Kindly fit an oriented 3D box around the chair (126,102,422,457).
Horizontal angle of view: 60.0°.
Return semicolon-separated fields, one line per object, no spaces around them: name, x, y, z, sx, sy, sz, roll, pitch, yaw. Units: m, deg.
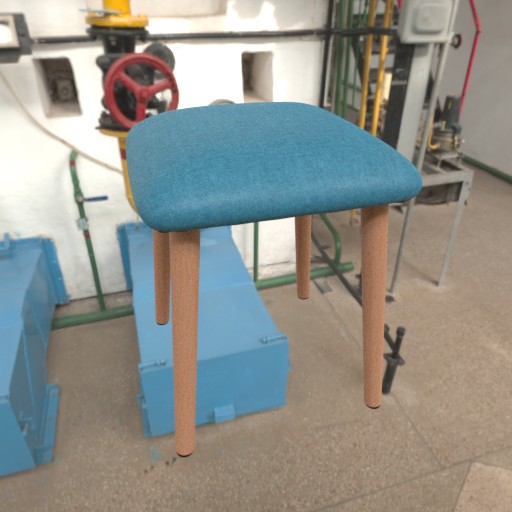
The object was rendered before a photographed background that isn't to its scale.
chair;0.000;0.000;0.725;0.360;0.450;0.360;-9;32;-14
